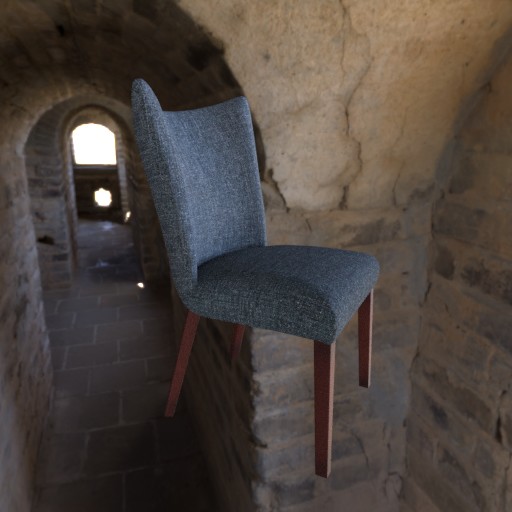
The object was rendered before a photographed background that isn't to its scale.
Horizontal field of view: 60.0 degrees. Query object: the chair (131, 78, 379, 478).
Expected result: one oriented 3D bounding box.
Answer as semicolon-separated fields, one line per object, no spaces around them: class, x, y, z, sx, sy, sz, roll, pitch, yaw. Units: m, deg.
chair;0.000;0.000;1.280;0.623;0.924;0.535;7;17;25
